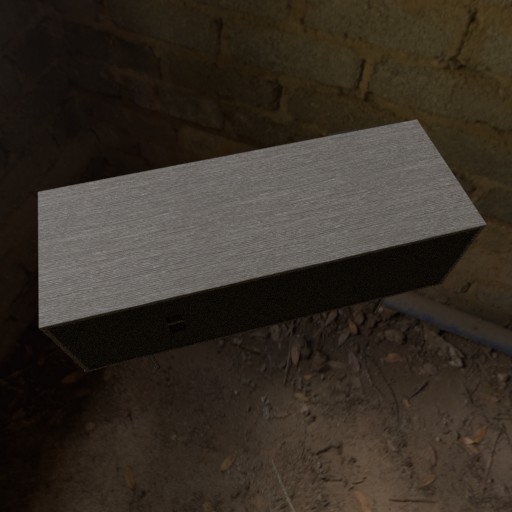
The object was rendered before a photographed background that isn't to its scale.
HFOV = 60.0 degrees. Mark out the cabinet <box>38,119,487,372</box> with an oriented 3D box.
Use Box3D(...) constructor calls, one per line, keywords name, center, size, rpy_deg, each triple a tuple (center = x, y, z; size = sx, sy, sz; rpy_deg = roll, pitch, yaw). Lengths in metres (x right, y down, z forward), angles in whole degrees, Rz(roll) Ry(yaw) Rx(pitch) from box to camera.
Box3D(name="cabinet", center=(0.000, 0.000, 1.623), size=(1.300, 0.599, 0.500), rpy_deg=(-13, 59, -8))
